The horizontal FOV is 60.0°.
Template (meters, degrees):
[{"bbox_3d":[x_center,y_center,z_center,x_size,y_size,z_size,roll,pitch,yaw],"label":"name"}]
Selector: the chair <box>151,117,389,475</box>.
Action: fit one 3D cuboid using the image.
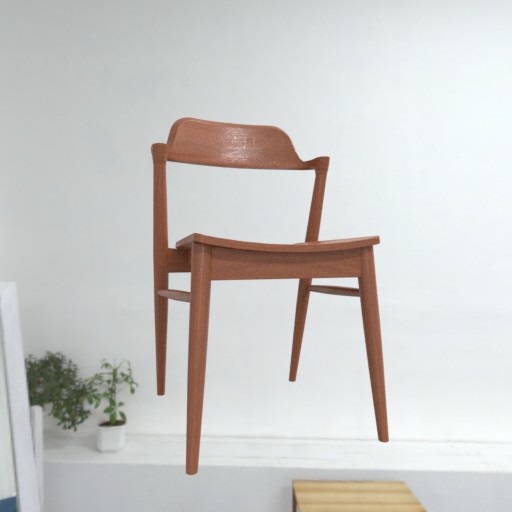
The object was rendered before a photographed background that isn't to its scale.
[{"bbox_3d":[0.000,0.000,1.117,0.496,0.801,0.499,0,0,-19],"label":"chair"}]
